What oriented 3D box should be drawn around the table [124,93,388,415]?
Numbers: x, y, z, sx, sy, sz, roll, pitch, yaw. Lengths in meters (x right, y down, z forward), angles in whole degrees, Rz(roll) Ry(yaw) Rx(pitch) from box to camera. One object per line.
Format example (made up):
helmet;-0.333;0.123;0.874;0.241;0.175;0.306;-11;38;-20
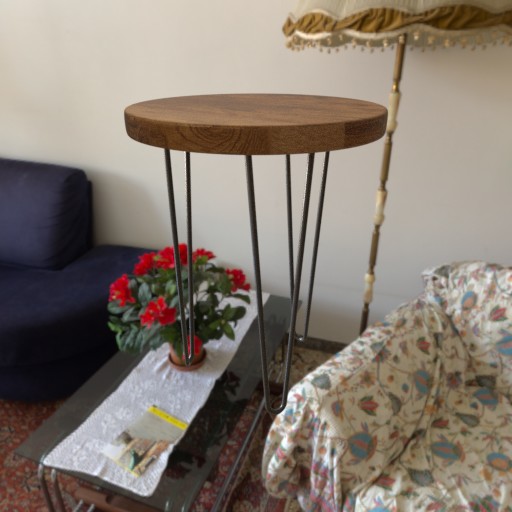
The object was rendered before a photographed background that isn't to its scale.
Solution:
table;0.000;0.000;0.803;0.400;0.520;0.400;0;25;0
